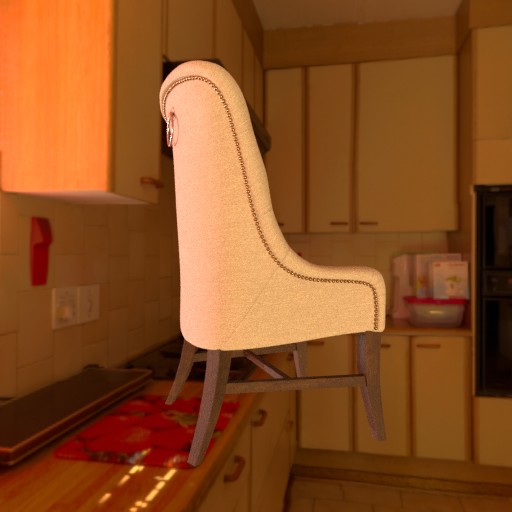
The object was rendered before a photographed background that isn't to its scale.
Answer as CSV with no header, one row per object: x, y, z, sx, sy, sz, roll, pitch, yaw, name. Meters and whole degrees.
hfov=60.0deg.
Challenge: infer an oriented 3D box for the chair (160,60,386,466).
0.000,0.000,1.484,0.629,1.091,0.634,0,0,-18,chair
